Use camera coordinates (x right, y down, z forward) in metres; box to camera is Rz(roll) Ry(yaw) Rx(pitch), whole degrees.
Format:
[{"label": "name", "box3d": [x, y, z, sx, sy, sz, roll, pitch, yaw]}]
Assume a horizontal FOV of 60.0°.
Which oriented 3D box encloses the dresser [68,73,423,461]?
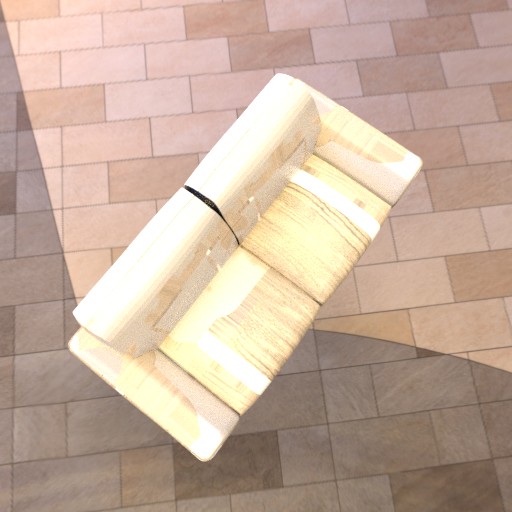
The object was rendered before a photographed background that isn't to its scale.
[{"label": "dresser", "box3d": [0.000, 0.000, 5.842, 2.251, 1.863, 4.679, 36, 79, 8]}]
